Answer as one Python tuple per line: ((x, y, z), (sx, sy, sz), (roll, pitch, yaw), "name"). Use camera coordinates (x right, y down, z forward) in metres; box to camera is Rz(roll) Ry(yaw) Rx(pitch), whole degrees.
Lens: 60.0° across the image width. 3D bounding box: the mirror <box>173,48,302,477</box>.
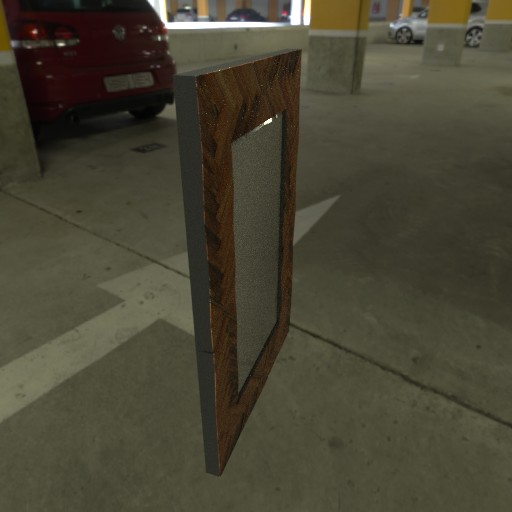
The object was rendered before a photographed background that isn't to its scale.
((0.000, 0.000, 1.117), (0.044, 0.912, 0.606), (10, 30, 17), "mirror")
